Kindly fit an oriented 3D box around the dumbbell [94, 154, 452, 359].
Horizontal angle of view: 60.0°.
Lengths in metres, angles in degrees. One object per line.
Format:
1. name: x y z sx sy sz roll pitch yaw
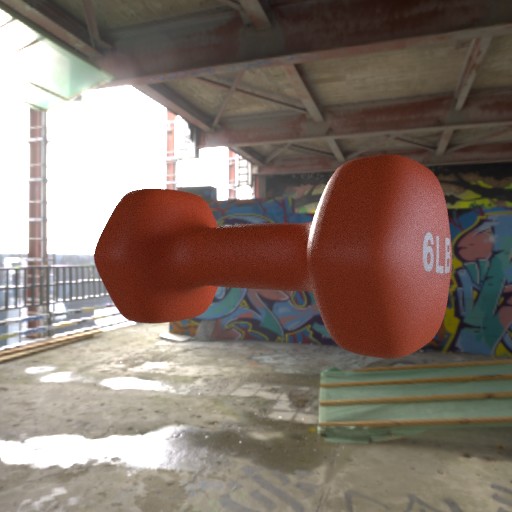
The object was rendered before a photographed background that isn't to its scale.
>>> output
1. dumbbell: 0.000 0.000 0.204 0.162 0.071 0.079 0 0 38
